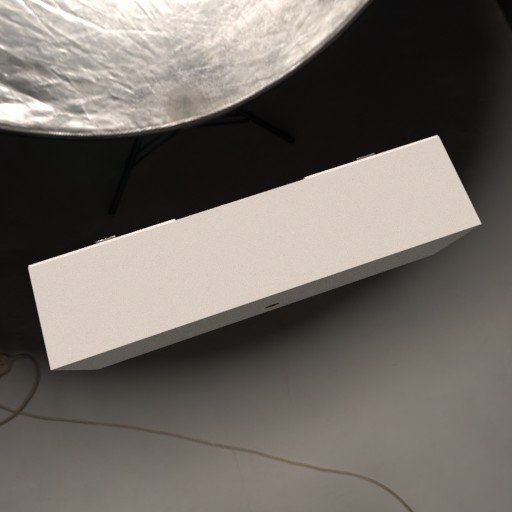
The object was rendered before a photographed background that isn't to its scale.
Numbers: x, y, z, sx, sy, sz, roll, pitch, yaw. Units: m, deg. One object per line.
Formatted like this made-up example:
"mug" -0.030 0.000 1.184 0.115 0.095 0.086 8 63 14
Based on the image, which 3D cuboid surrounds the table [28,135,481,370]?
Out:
"table" 0.000 0.000 1.766 1.550 0.440 0.400 -18 77 -5
